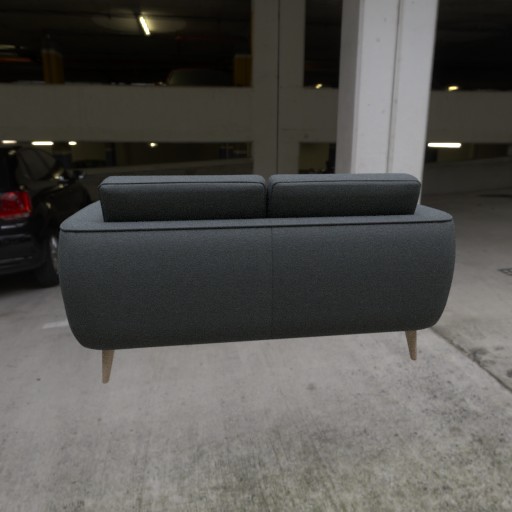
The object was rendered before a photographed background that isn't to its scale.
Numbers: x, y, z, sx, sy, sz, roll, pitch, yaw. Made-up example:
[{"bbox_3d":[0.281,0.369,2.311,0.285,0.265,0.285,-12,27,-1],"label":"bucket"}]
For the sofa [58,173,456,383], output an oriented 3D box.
[{"bbox_3d":[0.000,0.000,2.223,1.700,0.850,0.920,-2,15,-8],"label":"sofa"}]
